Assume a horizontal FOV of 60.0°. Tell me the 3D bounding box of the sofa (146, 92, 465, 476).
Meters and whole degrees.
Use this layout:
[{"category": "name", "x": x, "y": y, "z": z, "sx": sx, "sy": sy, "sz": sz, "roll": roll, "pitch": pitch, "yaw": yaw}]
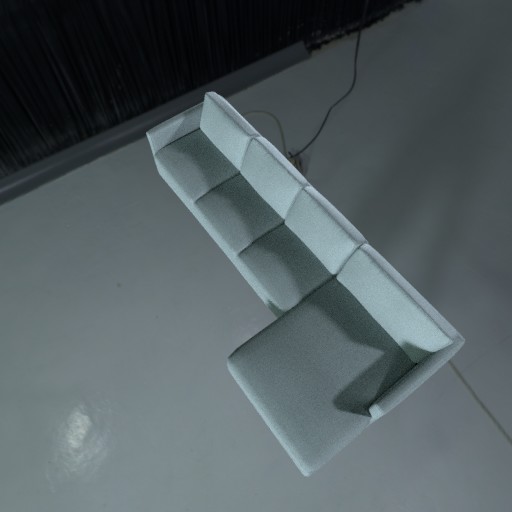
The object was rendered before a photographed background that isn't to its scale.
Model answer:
[{"category": "sofa", "x": 0.000, "y": 0.000, "z": 4.125, "sx": 1.604, "sy": 0.950, "sz": 3.471, "roll": -33, "pitch": 67, "yaw": -16}]
